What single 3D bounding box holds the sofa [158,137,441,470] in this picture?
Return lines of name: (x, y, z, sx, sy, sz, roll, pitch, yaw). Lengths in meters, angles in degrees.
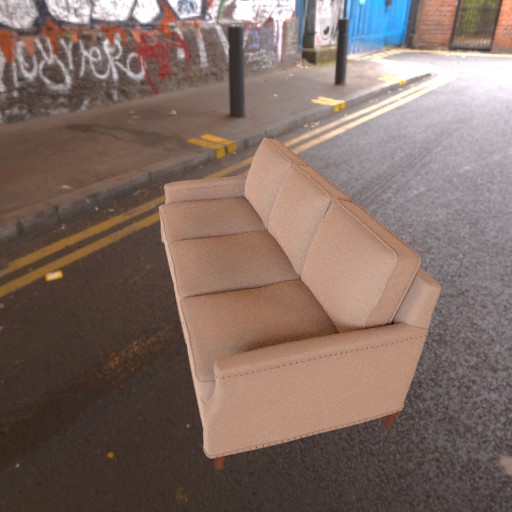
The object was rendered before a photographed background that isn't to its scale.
sofa: (0.000, 0.000, 2.849, 1.084, 1.003, 2.246, -8, 30, -13)
